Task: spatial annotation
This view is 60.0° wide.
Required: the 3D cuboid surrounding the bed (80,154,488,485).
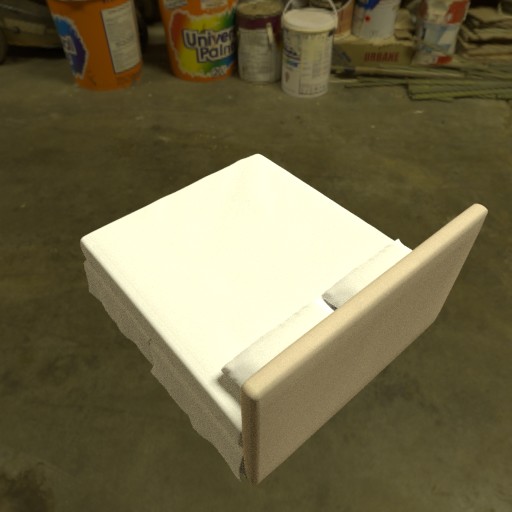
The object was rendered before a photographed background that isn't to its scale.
[{"bbox_3d":[0.000,0.000,3.484,2.119,1.317,2.319,-32,54,-27],"label":"bed"}]
